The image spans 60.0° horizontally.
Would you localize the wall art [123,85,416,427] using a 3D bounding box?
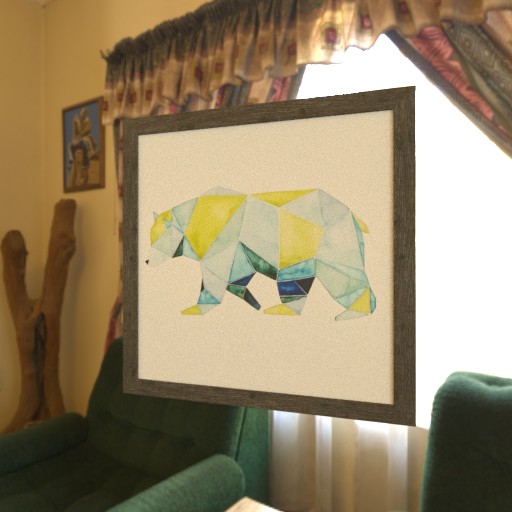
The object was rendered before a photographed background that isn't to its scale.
[{"bbox_3d":[0.000,0.000,0.681,0.462,0.459,0.027,0,0,19],"label":"wall art"}]
